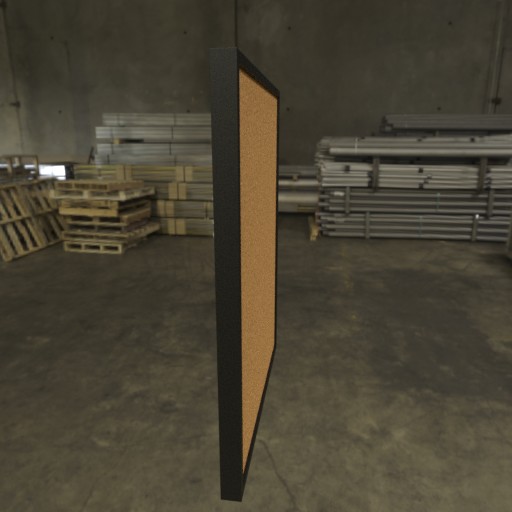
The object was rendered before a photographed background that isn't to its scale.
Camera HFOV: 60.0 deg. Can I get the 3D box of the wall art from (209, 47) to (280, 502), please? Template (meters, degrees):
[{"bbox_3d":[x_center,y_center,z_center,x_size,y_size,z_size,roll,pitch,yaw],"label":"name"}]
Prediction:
[{"bbox_3d":[0.000,0.000,0.740,0.029,0.559,0.457,2,15,8],"label":"wall art"}]
